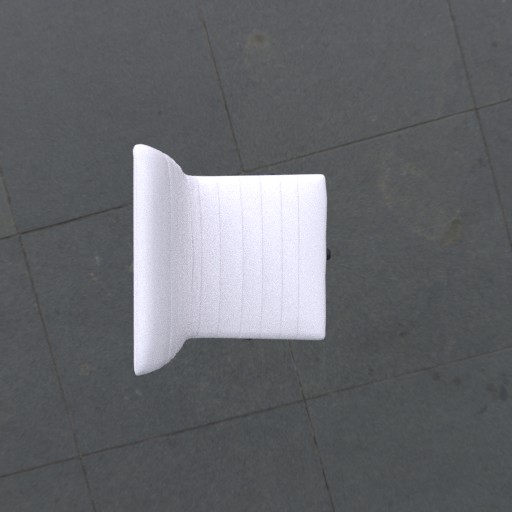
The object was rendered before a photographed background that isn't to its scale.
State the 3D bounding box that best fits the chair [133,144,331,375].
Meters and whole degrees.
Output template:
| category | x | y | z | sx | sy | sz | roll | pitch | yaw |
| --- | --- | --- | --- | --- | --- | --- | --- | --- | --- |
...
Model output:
| category | x | y | z | sx | sy | sz | roll | pitch | yaw |
| --- | --- | --- | --- | --- | --- | --- | --- | --- | --- |
| chair | 0.000 | 0.000 | 1.074 | 0.455 | 0.750 | 0.520 | 0 | 91 | 2 |
